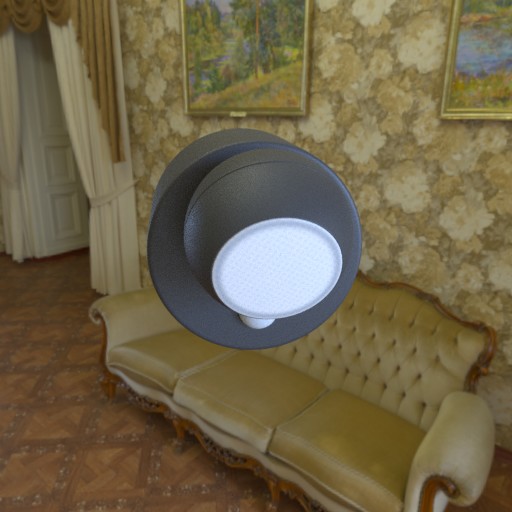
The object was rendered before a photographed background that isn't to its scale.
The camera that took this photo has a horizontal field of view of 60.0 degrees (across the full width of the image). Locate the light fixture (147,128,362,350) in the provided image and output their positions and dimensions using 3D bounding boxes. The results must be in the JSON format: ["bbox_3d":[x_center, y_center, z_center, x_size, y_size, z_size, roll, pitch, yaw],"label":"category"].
[{"bbox_3d":[0.000,0.000,0.261,0.134,0.143,0.160,-2,17,-8],"label":"light fixture"}]
